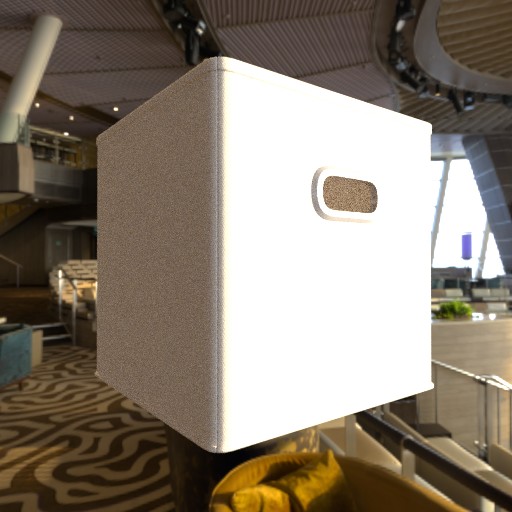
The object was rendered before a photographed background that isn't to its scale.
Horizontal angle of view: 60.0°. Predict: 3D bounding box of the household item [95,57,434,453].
[{"bbox_3d":[0.000,0.000,0.545,0.305,0.305,0.305,0,-1,-37],"label":"household item"}]
